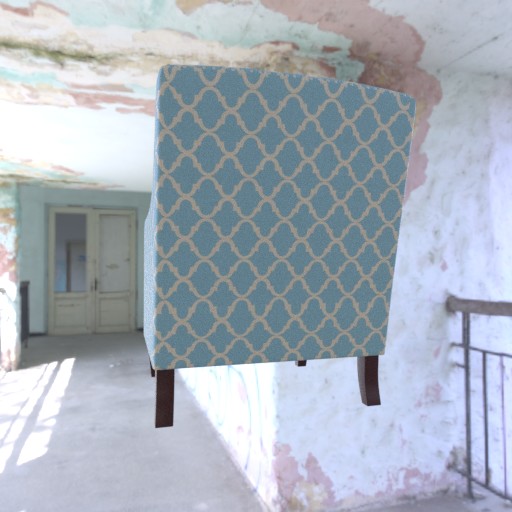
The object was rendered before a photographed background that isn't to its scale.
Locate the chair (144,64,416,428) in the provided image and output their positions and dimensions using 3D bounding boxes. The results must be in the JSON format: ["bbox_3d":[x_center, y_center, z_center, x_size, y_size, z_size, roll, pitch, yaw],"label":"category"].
[{"bbox_3d":[0.000,0.000,1.309,0.617,0.817,0.686,0,-1,-16],"label":"chair"}]
